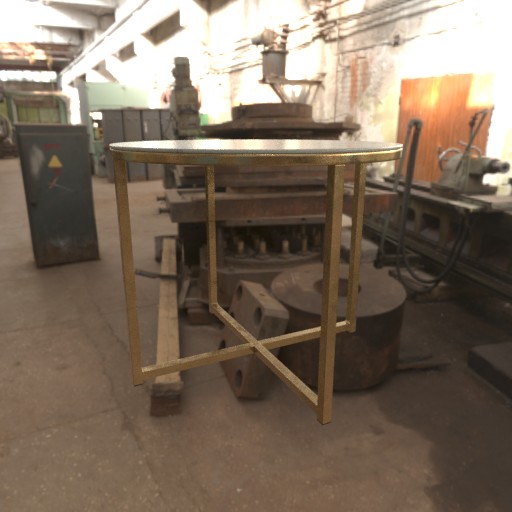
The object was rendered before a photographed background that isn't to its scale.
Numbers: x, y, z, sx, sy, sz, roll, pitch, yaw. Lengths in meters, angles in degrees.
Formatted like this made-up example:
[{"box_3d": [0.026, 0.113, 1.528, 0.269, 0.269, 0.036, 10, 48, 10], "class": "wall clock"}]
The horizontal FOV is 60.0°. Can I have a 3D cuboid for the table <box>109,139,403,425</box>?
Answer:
[{"box_3d": [0.000, 0.000, 0.850, 0.500, 0.420, 0.500, 0, 16, 0], "class": "table"}]
